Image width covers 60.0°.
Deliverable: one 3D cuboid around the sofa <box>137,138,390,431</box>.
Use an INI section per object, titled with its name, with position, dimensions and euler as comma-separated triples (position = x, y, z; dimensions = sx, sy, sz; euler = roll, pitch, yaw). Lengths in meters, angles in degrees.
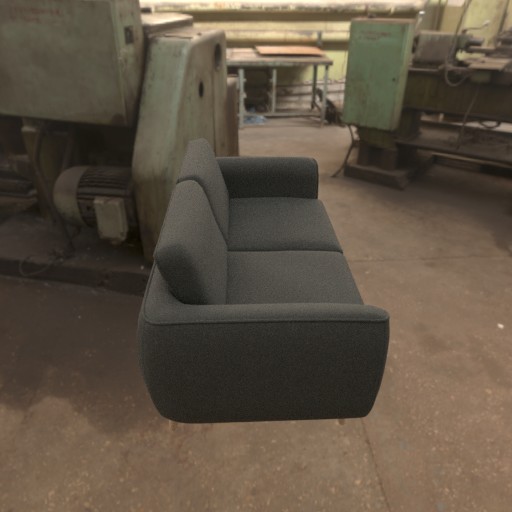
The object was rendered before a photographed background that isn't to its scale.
[sofa]
position = 0.000, 0.000, 2.252
dimensions = 0.920, 0.850, 1.700
euler = -1, 31, -2
